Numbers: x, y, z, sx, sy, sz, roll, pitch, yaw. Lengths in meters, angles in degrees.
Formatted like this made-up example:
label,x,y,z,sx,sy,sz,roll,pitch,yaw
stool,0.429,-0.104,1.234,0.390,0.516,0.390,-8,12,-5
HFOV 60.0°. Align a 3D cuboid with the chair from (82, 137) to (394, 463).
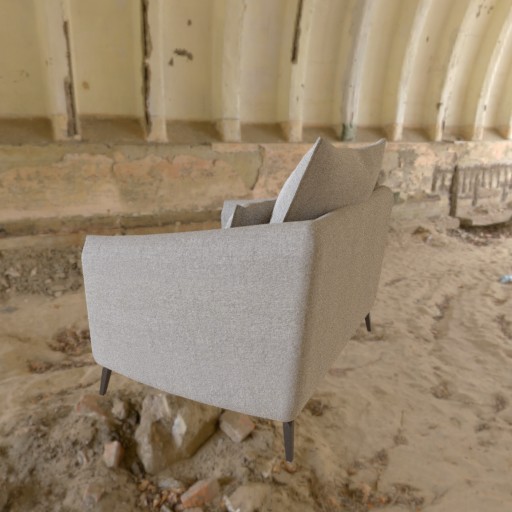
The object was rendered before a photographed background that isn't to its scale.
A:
label,x,y,z,sx,sy,sz,roll,pitch,yaw
chair,0.000,0.000,1.634,0.801,0.856,1.029,8,17,26
